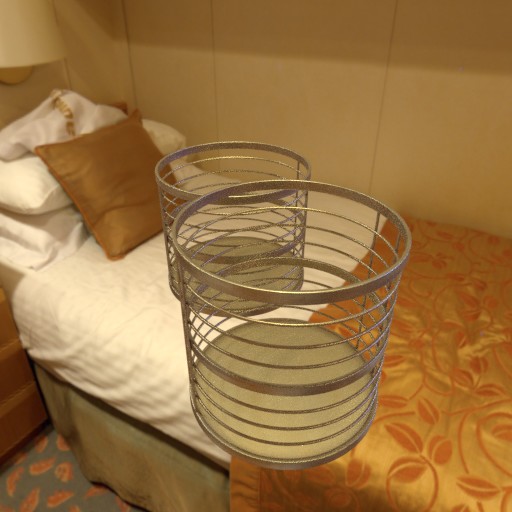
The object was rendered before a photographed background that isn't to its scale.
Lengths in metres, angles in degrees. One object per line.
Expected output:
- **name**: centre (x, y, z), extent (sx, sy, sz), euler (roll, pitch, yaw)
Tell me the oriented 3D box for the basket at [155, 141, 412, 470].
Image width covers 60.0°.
- **basket**: centre (0.000, 0.000, 0.925), extent (0.356, 0.351, 0.746), euler (-8, 33, -13)
